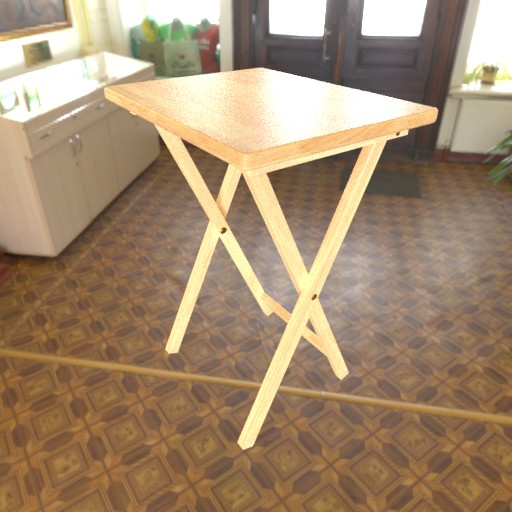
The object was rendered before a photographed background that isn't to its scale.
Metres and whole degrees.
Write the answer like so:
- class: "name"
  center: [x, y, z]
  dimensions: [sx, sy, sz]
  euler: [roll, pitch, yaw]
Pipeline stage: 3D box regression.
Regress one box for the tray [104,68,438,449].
- class: "tray"
  center: [0.000, 0.000, 0.953]
  dimensions: [0.381, 0.660, 0.483]
  euler: [-21, 37, -30]
